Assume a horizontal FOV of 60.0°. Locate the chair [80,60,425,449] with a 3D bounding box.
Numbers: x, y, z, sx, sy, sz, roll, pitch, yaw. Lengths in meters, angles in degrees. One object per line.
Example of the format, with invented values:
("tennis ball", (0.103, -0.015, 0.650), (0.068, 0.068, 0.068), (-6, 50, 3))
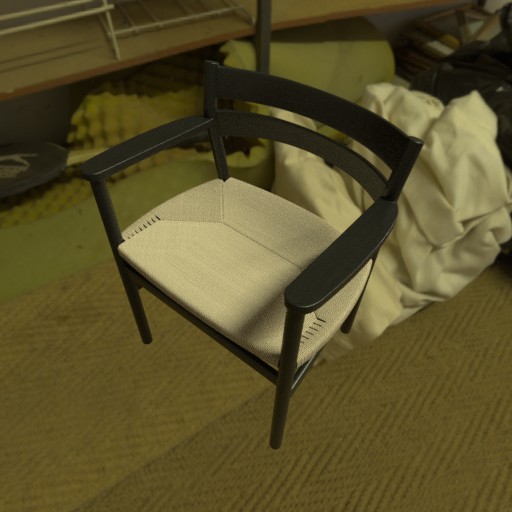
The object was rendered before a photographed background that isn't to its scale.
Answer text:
("chair", (0.000, 0.000, 1.168), (0.630, 0.775, 0.508), (31, 55, 25))
